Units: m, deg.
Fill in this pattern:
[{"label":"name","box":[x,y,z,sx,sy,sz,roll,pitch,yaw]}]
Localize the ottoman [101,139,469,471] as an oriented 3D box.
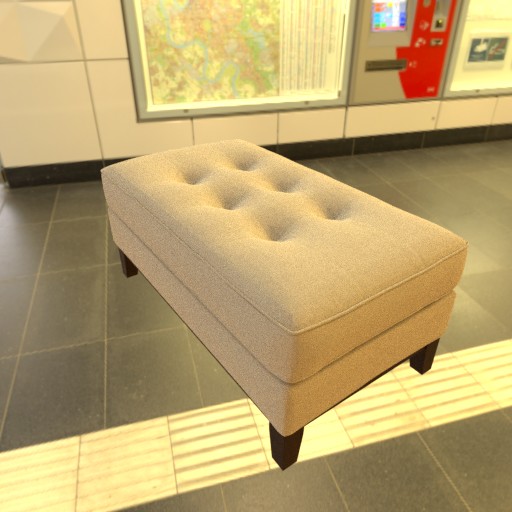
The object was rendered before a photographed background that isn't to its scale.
[{"label":"ottoman","box":[0.000,0.000,1.501,0.648,0.508,1.143,-20,37,-29]}]
